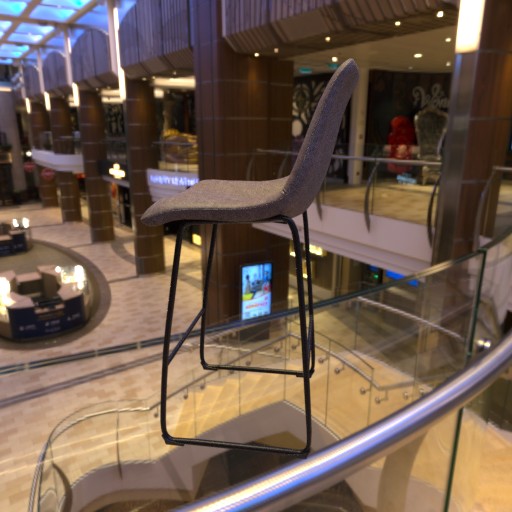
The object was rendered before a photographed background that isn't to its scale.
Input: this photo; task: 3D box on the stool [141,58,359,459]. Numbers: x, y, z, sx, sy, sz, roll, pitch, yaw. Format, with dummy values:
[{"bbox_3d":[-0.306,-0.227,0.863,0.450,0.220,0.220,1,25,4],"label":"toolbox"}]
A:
[{"bbox_3d":[0.000,0.000,1.381,0.561,1.082,0.514,2,16,8],"label":"stool"}]
